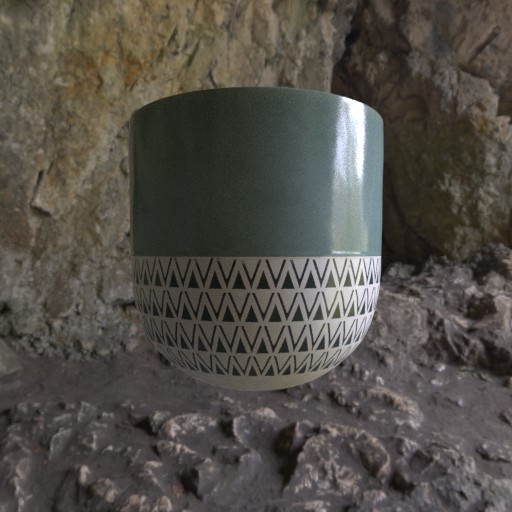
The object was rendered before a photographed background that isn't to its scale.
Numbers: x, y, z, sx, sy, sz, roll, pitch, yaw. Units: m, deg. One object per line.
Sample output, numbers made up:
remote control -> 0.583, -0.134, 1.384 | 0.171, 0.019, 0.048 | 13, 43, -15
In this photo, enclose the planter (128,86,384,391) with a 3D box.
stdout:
planter -> 0.000, 0.000, 0.482 | 0.266, 0.270, 0.266 | 0, 0, 0
